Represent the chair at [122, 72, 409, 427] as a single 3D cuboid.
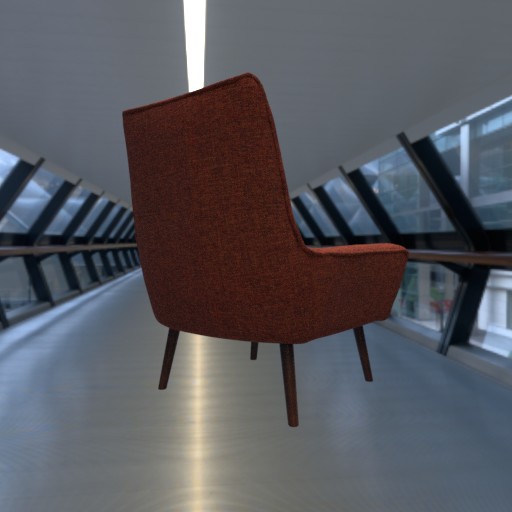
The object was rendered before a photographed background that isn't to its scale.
[{"bbox_3d":[0.000,0.000,1.504,0.803,0.911,0.784,0,1,37],"label":"chair"}]
